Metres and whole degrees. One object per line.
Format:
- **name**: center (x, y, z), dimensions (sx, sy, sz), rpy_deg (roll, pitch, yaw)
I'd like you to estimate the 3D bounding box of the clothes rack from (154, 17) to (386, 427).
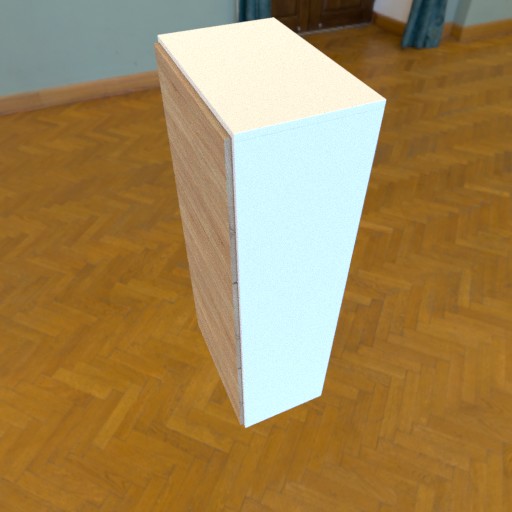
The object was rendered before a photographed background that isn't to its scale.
- **clothes rack**: center (0.000, 0.000, 1.380), dimensions (0.331, 1.187, 0.500), rpy_deg (-17, 48, -16)
